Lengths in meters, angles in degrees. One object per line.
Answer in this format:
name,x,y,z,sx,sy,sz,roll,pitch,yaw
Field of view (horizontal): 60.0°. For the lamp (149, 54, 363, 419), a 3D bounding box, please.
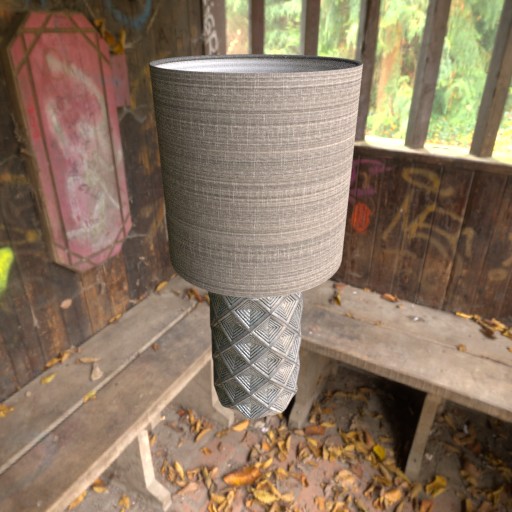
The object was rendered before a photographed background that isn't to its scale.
lamp,0.000,0.000,0.703,0.269,0.566,0.268,0,28,1
